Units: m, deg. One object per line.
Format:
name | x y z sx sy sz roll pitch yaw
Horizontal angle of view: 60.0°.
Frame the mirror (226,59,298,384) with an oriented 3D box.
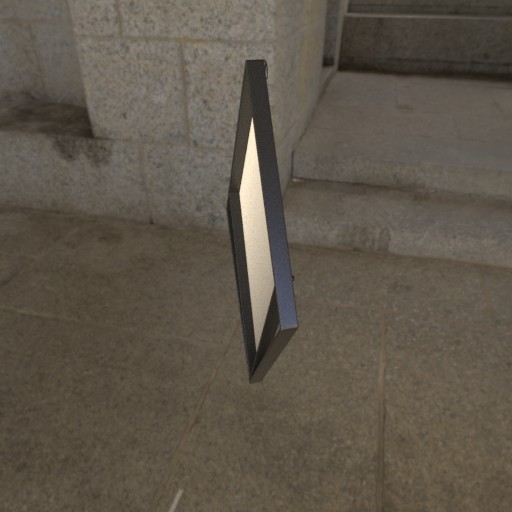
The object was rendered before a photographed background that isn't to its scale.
mirror | 0.000 0.000 0.830 0.032 0.679 0.419 -8 33 -12
